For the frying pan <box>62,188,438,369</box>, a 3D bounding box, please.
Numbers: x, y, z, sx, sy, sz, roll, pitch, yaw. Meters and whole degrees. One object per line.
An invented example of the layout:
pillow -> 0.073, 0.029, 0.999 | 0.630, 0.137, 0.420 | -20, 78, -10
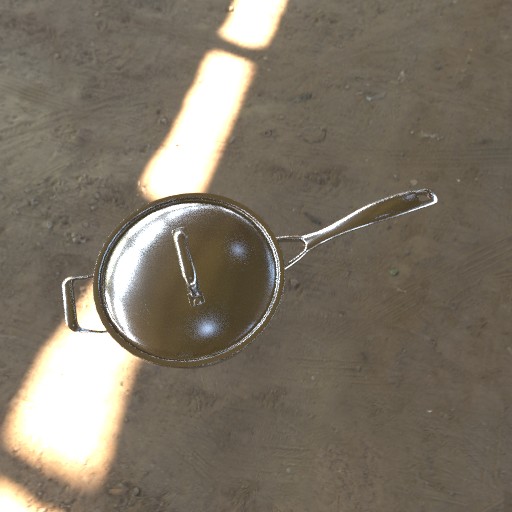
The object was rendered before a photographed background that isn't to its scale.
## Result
frying pan -> 0.000, 0.000, 0.667 | 0.561, 0.114, 0.280 | -15, 64, -8
